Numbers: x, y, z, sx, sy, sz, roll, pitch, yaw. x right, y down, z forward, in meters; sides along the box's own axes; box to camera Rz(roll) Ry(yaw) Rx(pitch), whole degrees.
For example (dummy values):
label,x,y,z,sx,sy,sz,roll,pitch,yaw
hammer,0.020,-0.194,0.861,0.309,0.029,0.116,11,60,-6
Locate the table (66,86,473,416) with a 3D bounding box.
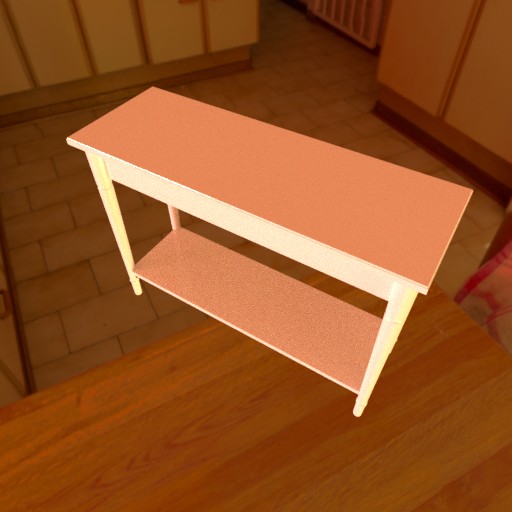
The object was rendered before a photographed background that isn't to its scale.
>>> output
label,x,y,z,sx,sy,sz,roll,pitch,yaw
table,0.000,0.000,1.480,1.067,0.749,0.381,24,51,21
